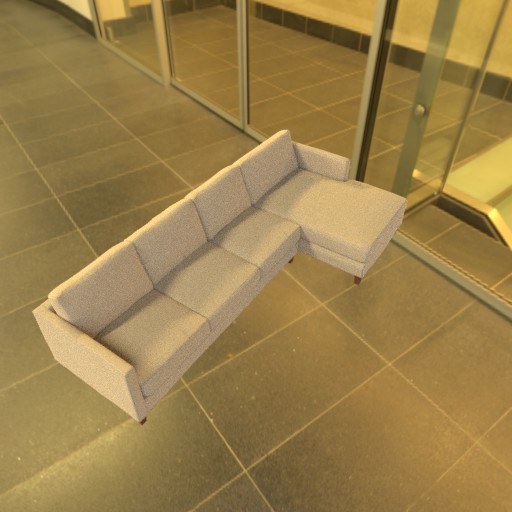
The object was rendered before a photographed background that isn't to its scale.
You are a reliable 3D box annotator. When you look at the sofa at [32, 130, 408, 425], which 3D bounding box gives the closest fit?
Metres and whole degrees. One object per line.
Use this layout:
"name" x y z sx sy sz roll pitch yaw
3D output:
"sofa" 0.000 0.000 3.871 1.625 0.861 3.186 25 47 25
